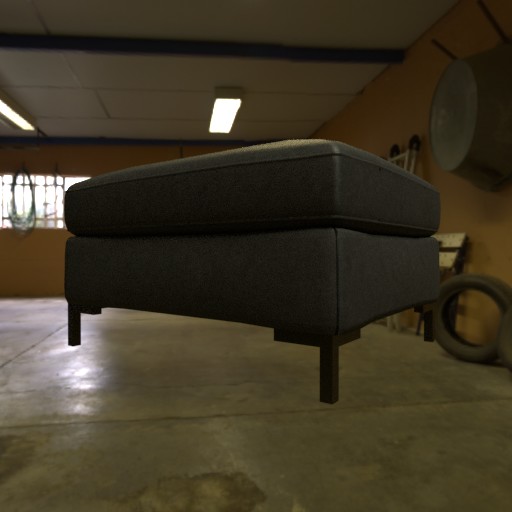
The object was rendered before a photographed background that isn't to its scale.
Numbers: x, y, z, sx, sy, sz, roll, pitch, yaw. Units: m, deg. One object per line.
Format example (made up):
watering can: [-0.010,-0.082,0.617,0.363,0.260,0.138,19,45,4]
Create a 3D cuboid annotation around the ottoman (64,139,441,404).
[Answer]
ottoman: [0.000,0.000,1.768,1.187,0.696,0.967,0,1,36]
